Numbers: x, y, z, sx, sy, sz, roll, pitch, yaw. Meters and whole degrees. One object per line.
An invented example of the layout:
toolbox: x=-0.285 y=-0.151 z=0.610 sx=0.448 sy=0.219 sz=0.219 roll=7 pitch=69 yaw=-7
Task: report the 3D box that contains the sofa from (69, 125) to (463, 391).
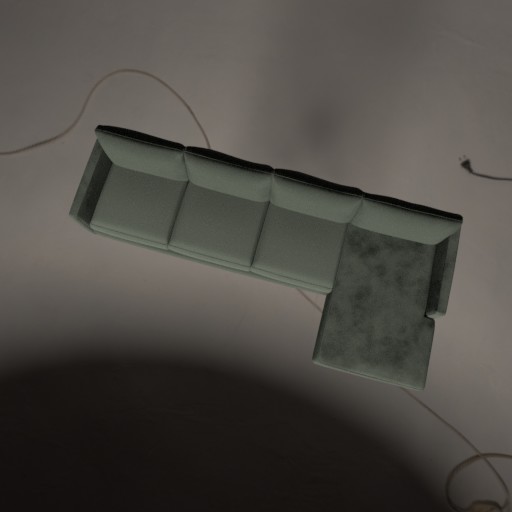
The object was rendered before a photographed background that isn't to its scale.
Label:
sofa: x=0.000 y=0.000 z=3.226 sx=2.725 sy=0.756 sz=1.255 roll=15 pitch=78 yaw=3
